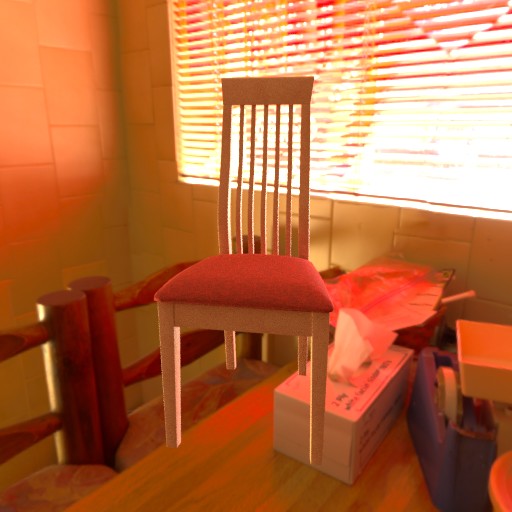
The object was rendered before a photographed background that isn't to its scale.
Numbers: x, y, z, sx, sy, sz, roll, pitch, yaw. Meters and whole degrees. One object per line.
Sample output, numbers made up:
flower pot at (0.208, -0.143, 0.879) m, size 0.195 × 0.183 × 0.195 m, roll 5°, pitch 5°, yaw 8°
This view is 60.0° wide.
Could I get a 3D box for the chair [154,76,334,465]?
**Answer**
chair at (0.000, 0.000, 1.305) m, size 0.460 × 1.027 × 0.474 m, roll 3°, pitch 16°, yaw 9°
